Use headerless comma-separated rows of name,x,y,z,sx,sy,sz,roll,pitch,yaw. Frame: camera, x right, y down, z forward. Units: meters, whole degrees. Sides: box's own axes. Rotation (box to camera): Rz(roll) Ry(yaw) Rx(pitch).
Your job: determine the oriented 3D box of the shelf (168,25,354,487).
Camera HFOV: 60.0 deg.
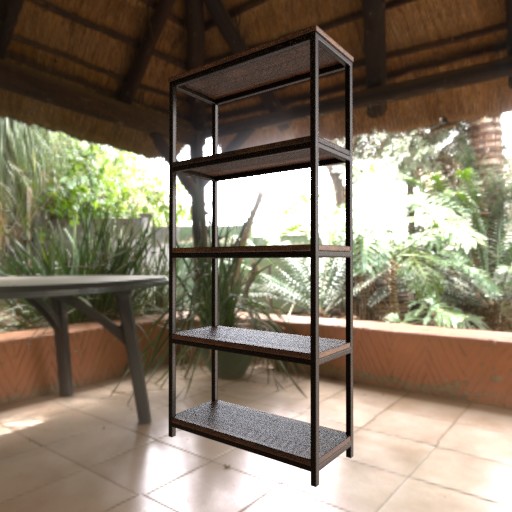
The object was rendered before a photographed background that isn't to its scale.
shelf,0.000,0.000,2.185,0.874,1.860,0.359,-1,-1,37
